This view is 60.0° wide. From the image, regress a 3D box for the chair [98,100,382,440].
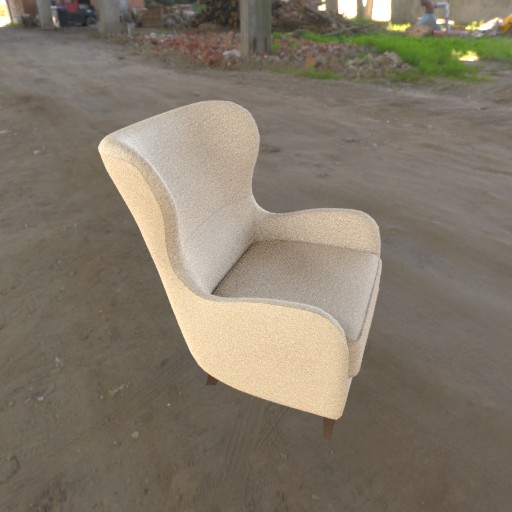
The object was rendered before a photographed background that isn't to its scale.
[{"bbox_3d":[0.000,0.000,1.822,0.984,1.064,0.861,11,31,18],"label":"chair"}]
